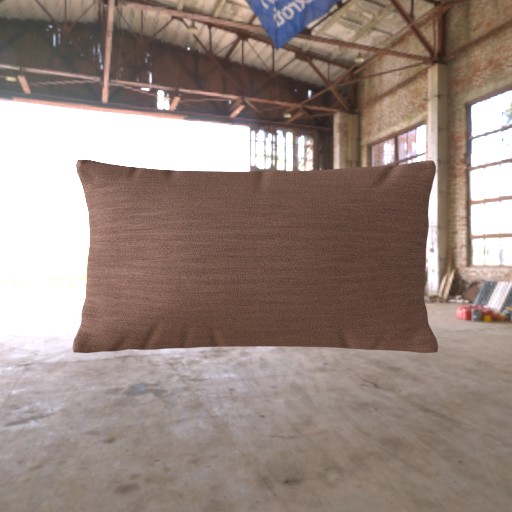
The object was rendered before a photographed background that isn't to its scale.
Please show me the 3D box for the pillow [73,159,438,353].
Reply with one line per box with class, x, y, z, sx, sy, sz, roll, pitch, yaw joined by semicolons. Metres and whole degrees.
pillow;0.000;0.000;0.782;0.633;0.338;0.210;0;0;-1
